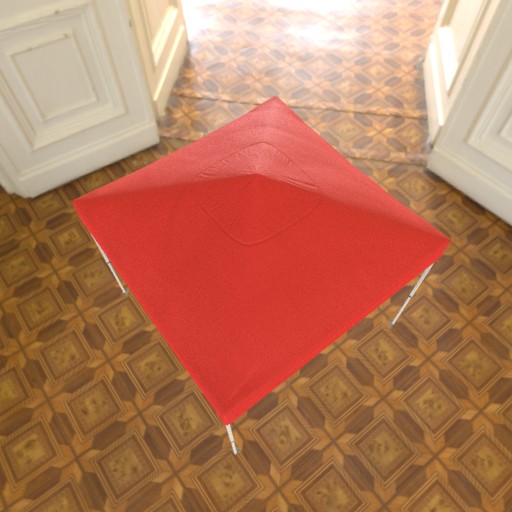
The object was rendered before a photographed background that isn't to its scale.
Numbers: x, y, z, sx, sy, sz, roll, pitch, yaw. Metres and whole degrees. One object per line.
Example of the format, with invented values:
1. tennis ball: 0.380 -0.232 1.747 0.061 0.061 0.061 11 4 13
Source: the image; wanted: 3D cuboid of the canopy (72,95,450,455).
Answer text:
1. canopy: 0.000 0.000 5.503 2.998 2.997 2.996 -33 64 -19
